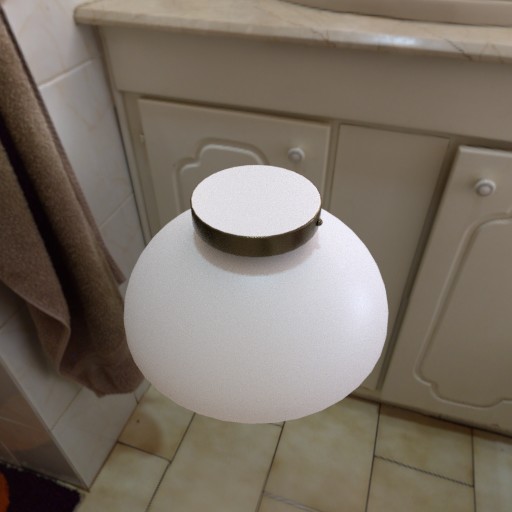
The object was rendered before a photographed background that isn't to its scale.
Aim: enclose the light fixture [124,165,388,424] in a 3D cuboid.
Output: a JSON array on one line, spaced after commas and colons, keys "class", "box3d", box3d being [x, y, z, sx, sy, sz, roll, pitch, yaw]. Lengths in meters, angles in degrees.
[{"class": "light fixture", "box3d": [0.000, 0.000, 0.559, 0.355, 0.177, 0.355, 0, 41, 0]}]
